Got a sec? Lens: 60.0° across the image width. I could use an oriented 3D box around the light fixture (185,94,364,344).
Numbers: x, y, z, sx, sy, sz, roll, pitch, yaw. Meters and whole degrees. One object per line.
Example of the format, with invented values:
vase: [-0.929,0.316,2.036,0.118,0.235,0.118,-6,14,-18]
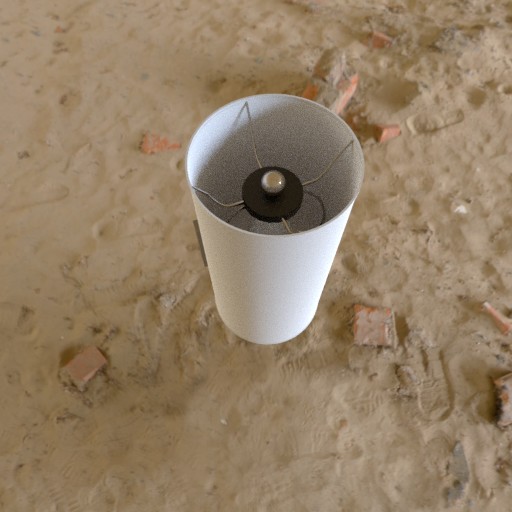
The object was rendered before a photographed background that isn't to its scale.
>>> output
light fixture: [0.000,0.000,0.540,0.128,0.462,0.208,-17,65,-9]
